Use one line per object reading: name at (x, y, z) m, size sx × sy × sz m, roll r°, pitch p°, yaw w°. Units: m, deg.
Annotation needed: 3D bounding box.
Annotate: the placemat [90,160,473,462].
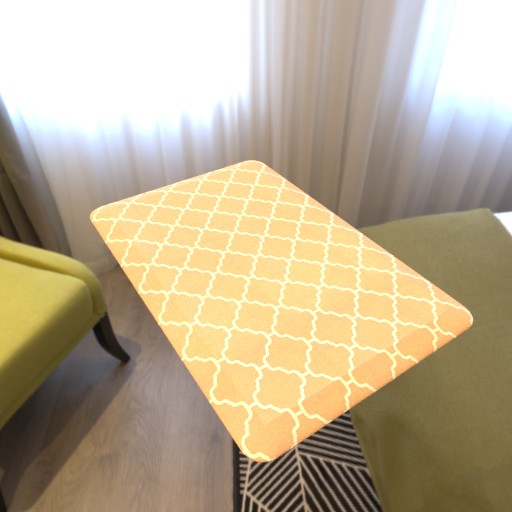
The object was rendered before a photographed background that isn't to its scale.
placemat at (0.000, 0.000, 0.959) m, size 0.508 × 0.021 × 0.762 m, roll -23°, pitch 45°, yaw -25°
